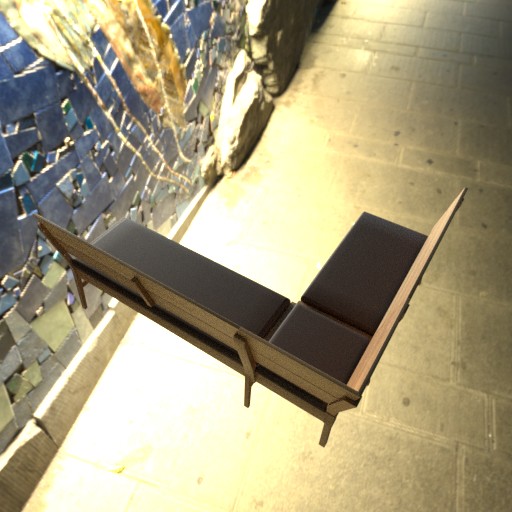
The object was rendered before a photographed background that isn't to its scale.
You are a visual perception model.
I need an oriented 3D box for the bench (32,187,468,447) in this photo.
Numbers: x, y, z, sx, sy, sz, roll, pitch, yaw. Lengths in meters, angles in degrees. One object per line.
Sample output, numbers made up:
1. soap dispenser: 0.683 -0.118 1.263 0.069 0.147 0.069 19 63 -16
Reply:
1. bench: 0.000 0.000 2.826 1.975 0.890 1.549 25 51 21
